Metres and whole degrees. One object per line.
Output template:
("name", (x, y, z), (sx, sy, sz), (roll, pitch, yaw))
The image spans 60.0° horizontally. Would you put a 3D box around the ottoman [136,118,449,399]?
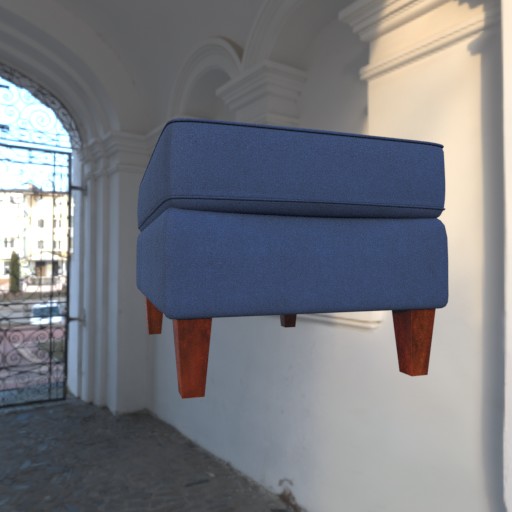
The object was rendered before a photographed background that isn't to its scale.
("ottoman", (0.000, 0.000, 1.395), (0.686, 0.584, 0.965), (0, -1, -18))
